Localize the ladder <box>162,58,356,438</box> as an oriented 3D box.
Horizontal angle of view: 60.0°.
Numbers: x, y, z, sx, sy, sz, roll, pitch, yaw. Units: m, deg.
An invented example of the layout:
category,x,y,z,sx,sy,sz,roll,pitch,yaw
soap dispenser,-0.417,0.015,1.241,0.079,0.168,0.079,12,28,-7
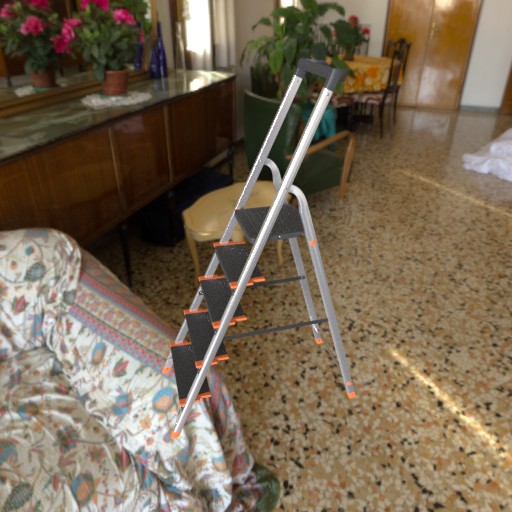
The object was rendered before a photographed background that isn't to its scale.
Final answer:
category,x,y,z,sx,sy,sz,roll,pitch,yaw
ladder,0.000,0.000,2.062,0.995,1.646,0.480,-8,31,-13
